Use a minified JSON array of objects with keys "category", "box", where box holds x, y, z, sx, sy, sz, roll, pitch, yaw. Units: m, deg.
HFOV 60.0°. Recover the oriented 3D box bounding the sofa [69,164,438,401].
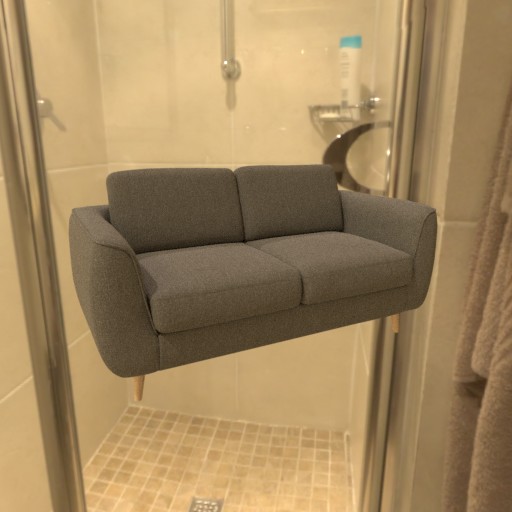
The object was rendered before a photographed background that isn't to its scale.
[{"category":"sofa","box":[0.000,0.000,2.249,1.700,0.870,0.920,-8,17,-27]}]
